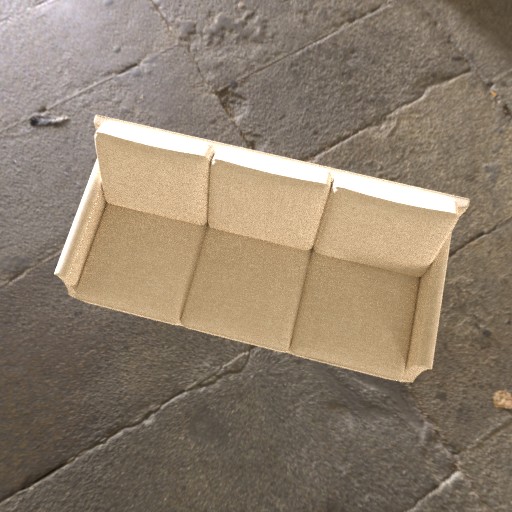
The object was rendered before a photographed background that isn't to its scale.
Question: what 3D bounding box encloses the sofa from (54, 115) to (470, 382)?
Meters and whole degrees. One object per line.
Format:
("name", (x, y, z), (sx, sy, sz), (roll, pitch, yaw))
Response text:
("sofa", (0.000, 0.000, 2.735), (2.210, 0.940, 1.041), (14, 76, 4))
